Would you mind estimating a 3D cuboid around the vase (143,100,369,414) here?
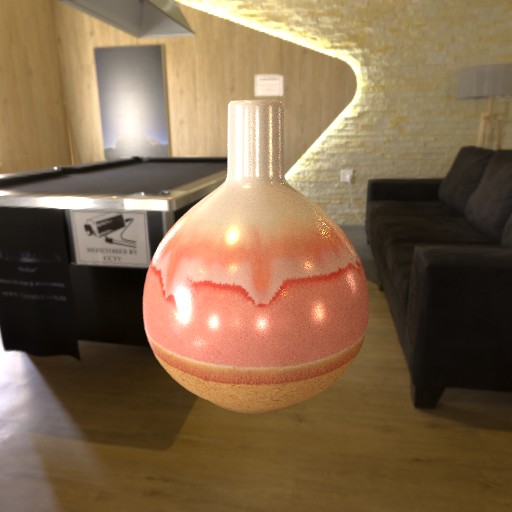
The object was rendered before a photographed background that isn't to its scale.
[{"bbox_3d":[0.000,0.000,0.267,0.137,0.176,0.137,0,17,0],"label":"vase"}]
